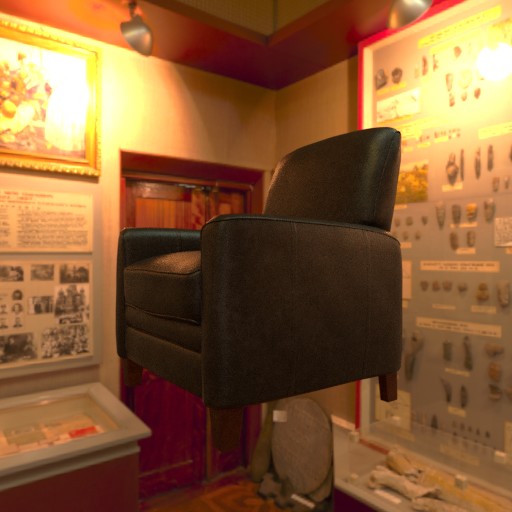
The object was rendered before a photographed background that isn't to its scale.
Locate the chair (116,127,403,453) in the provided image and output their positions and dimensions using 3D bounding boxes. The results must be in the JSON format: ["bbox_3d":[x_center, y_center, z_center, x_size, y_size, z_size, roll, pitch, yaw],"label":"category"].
[{"bbox_3d":[0.000,0.000,1.659,0.864,1.014,0.848,0,0,-36],"label":"chair"}]
